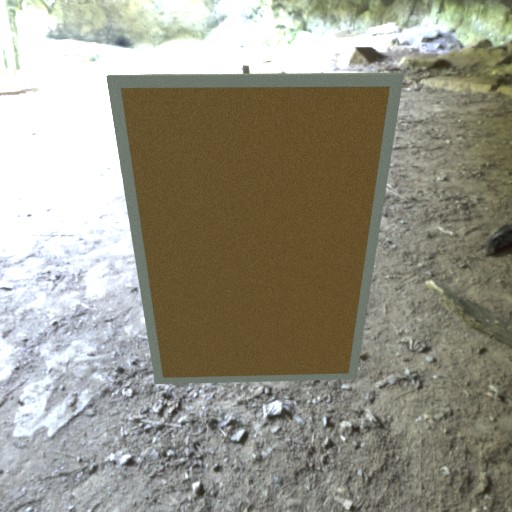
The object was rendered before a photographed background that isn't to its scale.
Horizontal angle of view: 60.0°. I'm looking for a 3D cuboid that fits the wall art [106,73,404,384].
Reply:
[{"bbox_3d":[0.000,0.000,0.565,0.303,0.433,0.013,-1,30,-2],"label":"wall art"}]
